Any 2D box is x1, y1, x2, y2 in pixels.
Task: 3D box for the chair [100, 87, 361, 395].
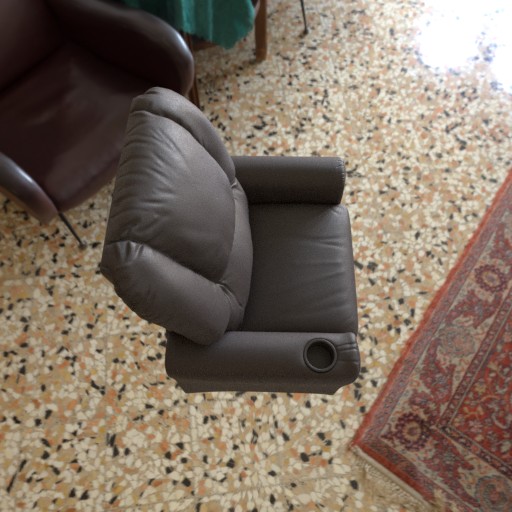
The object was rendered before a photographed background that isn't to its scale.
[{"bbox_3d":[0.000,0.000,1.103,0.521,0.709,0.610,1,64,1],"label":"chair"}]
